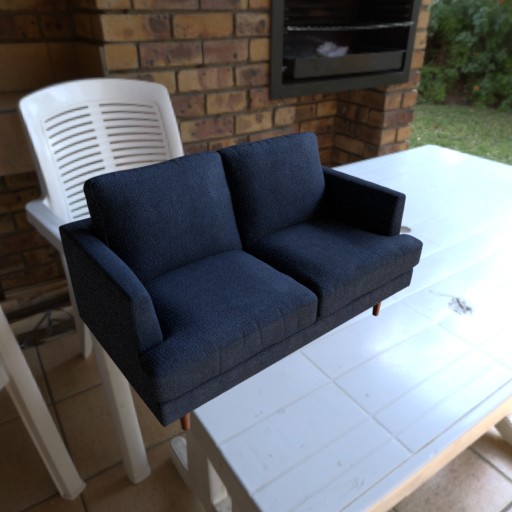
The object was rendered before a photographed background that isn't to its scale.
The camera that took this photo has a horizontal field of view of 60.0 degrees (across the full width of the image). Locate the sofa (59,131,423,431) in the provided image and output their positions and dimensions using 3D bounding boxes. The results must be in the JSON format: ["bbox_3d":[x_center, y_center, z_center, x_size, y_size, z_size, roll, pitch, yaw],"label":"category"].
[{"bbox_3d":[0.000,0.000,2.192,1.582,0.944,0.903,-21,36,-33],"label":"sofa"}]
